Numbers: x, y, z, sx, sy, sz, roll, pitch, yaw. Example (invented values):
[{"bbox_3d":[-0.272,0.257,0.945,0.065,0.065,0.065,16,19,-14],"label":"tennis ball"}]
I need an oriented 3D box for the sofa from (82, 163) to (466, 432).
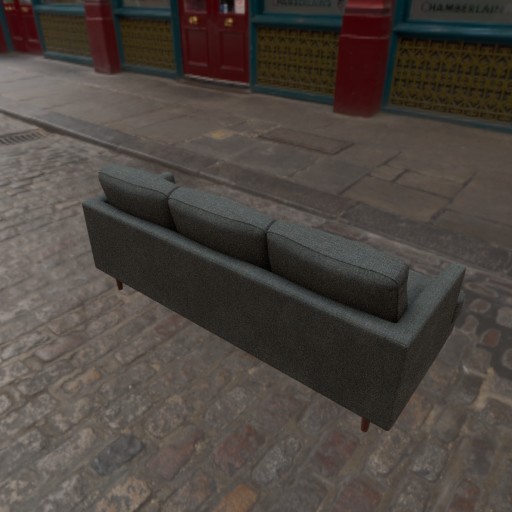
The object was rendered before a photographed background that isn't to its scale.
[{"bbox_3d":[0.000,0.000,2.705,2.246,0.930,0.903,22,37,33],"label":"sofa"}]
